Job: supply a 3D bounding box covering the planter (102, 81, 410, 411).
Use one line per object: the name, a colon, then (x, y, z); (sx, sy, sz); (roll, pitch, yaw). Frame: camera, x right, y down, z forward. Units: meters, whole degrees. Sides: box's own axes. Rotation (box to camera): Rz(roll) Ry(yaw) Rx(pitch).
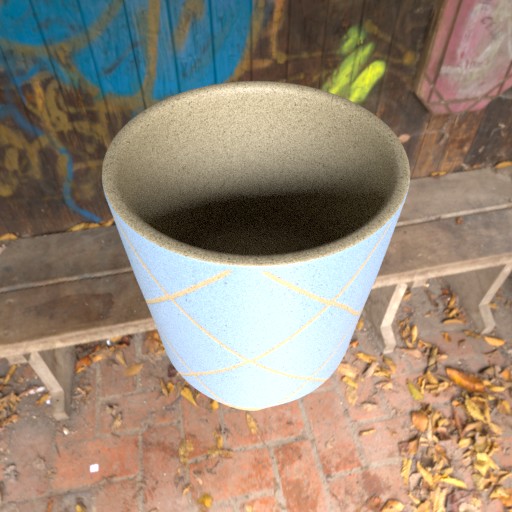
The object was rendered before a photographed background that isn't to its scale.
planter: (0.000, 0.000, 0.421); (0.227, 0.235, 0.227); (0, 48, 0)
